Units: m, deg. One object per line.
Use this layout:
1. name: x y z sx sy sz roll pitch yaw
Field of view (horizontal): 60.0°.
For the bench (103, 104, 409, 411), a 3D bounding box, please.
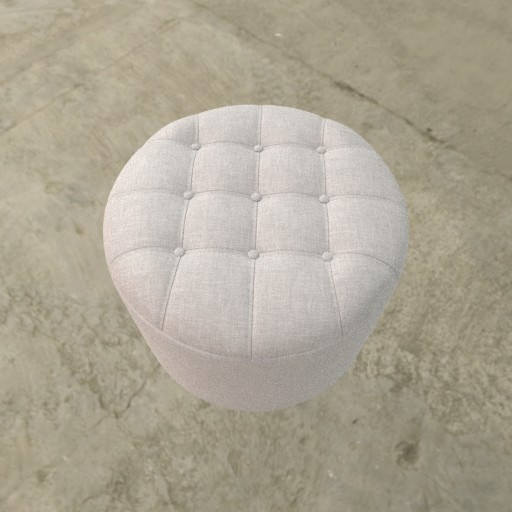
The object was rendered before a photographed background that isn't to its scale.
1. bench: 0.000 0.000 1.010 0.600 0.453 0.600 0 58 0
